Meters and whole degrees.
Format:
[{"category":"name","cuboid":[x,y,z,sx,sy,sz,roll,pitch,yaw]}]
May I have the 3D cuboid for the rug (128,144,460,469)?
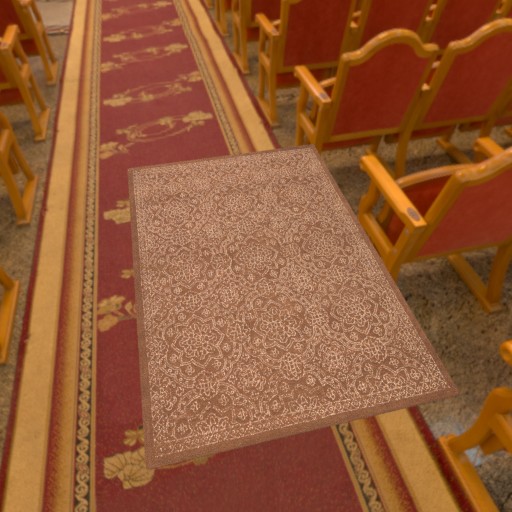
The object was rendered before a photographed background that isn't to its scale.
[{"category":"rug","cuboid":[0.000,0.000,2.816,1.524,0.011,2.286,-10,47,-9]}]
